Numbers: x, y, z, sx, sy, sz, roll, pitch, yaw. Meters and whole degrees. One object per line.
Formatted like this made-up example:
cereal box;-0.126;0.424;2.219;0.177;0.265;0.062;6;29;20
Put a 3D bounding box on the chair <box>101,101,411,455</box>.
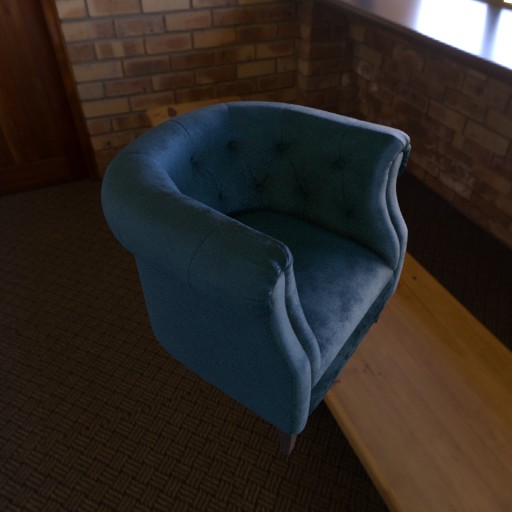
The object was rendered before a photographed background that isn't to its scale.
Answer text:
chair;0.000;0.000;1.568;0.851;0.826;0.904;25;47;26
